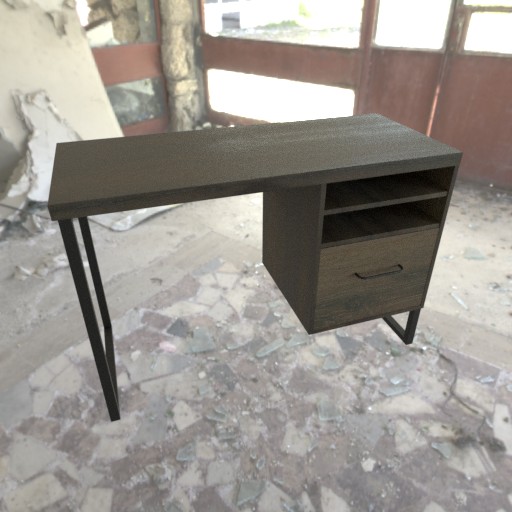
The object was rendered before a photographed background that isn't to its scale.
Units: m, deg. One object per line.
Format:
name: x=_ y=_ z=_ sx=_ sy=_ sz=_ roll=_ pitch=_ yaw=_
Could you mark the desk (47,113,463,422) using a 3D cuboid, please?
desk: x=0.000 y=0.000 z=1.522 sx=1.134 sy=0.752 sz=0.511 roll=-10 pitch=33 yaw=-16
